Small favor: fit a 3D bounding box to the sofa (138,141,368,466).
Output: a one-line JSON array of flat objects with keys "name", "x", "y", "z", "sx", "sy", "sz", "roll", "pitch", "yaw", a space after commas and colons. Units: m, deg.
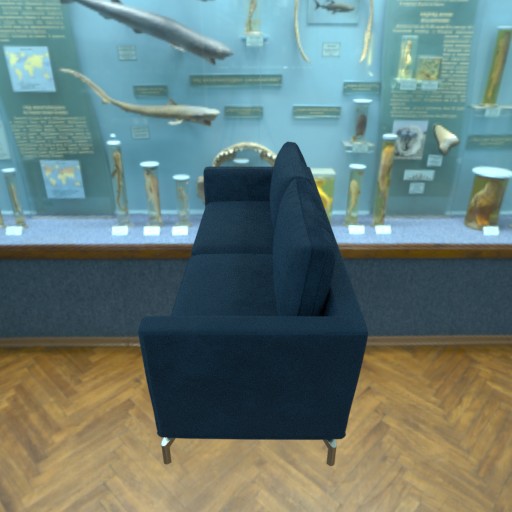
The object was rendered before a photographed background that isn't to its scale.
[{"name": "sofa", "x": 0.000, "y": 0.000, "z": 2.694, "sx": 0.853, "sy": 0.998, "sz": 2.212, "roll": 0, "pitch": 27, "yaw": 1}]
